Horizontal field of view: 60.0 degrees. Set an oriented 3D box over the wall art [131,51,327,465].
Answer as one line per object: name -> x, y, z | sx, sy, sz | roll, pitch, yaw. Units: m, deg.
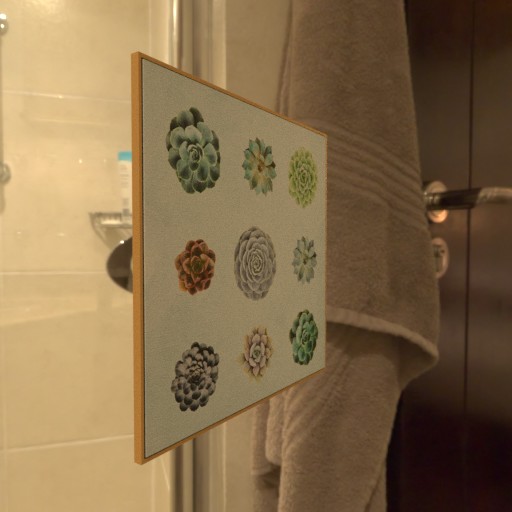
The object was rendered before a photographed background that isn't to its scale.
wall art -> 0.000, 0.000, 0.676 | 0.013, 0.455, 0.457 | 1, 2, 35
